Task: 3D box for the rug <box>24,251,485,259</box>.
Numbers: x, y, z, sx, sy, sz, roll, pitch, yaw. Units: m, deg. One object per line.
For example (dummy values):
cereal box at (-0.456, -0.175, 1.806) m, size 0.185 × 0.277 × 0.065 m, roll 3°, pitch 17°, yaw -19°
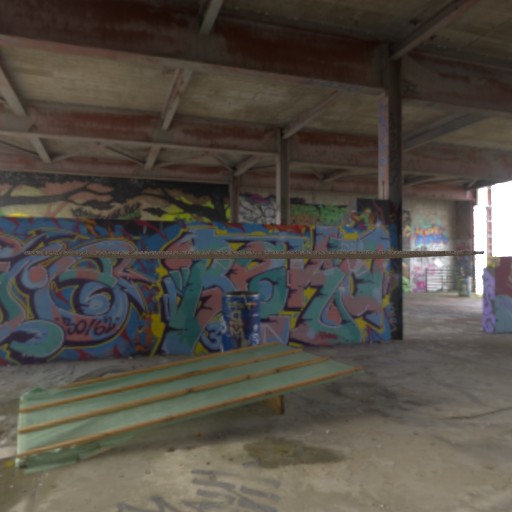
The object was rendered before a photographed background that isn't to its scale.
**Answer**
rug at (0.000, 0.000, 4.080) m, size 3.000 × 0.025 × 2.400 m, roll 0°, pitch -1°, yaw 2°
